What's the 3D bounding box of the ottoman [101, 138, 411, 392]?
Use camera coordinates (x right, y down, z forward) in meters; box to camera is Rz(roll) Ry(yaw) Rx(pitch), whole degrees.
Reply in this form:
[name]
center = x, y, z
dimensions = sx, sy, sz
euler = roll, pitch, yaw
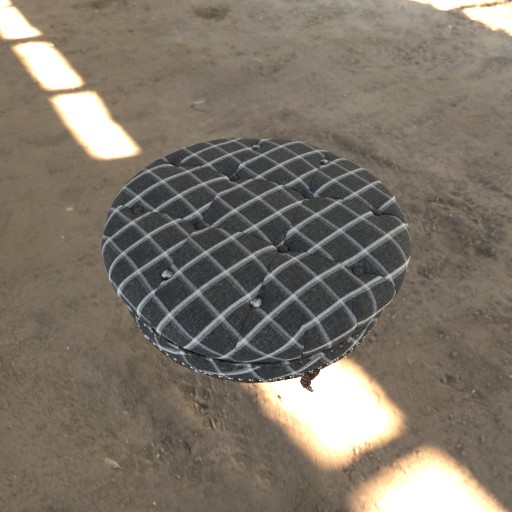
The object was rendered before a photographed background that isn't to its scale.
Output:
[ottoman]
center = 0.000, 0.000, 1.433
dimensions = 0.901, 0.439, 0.901
euler = 0, 47, 0
